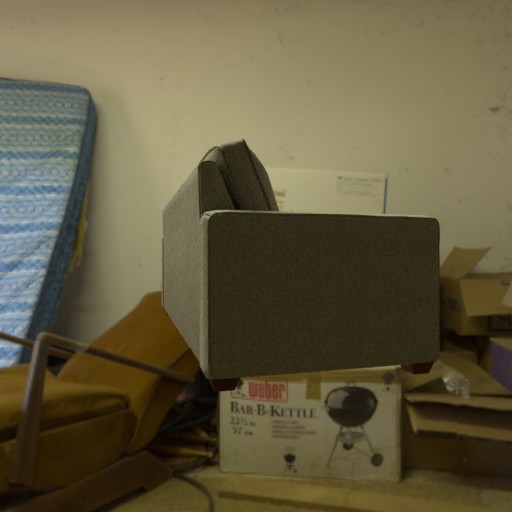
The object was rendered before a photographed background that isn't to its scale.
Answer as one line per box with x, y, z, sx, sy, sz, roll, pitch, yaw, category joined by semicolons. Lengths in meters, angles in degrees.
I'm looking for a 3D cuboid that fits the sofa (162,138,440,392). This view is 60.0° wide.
0.000;0.000;2.580;0.945;0.918;2.078;0;0;-16;sofa
